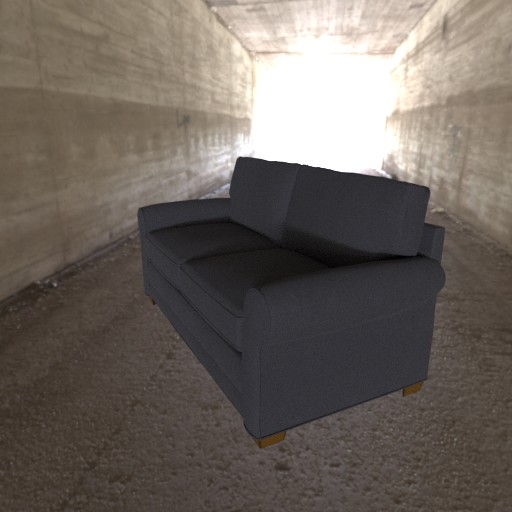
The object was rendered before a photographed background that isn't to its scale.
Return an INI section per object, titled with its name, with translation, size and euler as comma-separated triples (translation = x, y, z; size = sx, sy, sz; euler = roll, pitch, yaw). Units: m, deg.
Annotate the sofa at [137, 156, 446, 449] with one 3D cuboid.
[sofa]
translation = 0.000, 0.000, 2.568
size = 0.951, 1.031, 2.009
euler = -8, 19, -26
